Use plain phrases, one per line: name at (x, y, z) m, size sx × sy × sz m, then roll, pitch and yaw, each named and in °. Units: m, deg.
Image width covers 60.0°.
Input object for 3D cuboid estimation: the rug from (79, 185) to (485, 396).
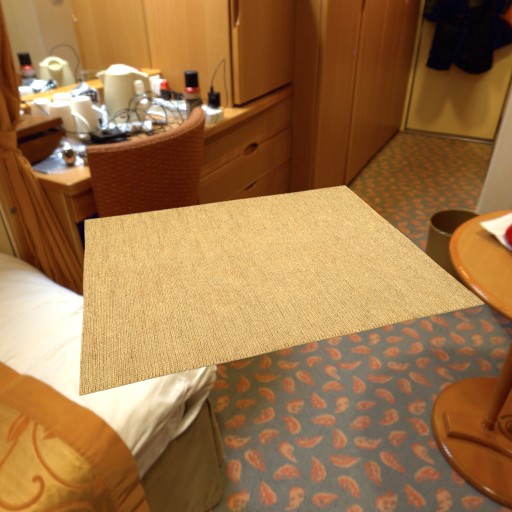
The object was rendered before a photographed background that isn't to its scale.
rug at (0.000, 0.000, 4.083) m, size 3.034 × 0.012 × 2.406 m, roll -10°, pitch 34°, yaw -14°
